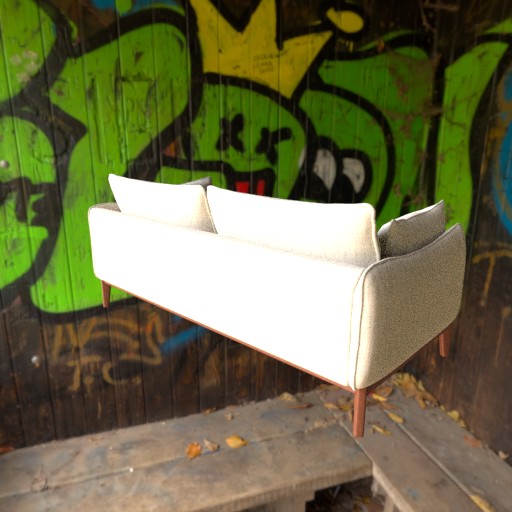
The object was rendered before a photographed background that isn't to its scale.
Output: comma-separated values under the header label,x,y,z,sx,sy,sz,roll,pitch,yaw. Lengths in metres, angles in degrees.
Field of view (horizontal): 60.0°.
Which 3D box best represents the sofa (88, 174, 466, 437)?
label,x,y,z,sx,sy,sz,roll,pitch,yaw
sofa,0.000,0.000,2.471,1.989,0.860,0.991,14,21,41
